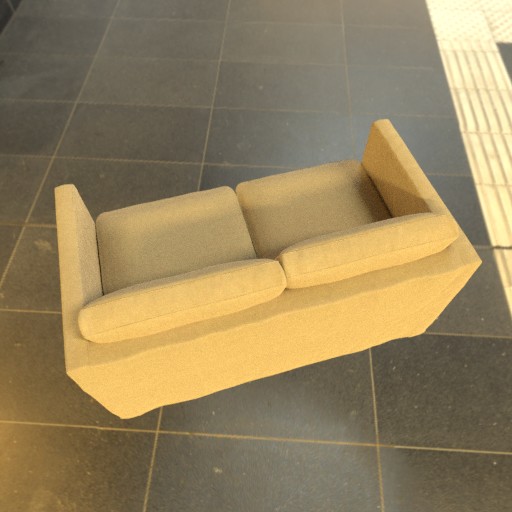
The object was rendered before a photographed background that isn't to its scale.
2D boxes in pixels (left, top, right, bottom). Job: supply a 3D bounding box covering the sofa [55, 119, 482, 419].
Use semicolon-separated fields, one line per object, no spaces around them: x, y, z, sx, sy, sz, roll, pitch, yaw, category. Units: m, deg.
0.000;0.000;2.185;1.719;0.835;0.962;-14;59;-9;sofa
